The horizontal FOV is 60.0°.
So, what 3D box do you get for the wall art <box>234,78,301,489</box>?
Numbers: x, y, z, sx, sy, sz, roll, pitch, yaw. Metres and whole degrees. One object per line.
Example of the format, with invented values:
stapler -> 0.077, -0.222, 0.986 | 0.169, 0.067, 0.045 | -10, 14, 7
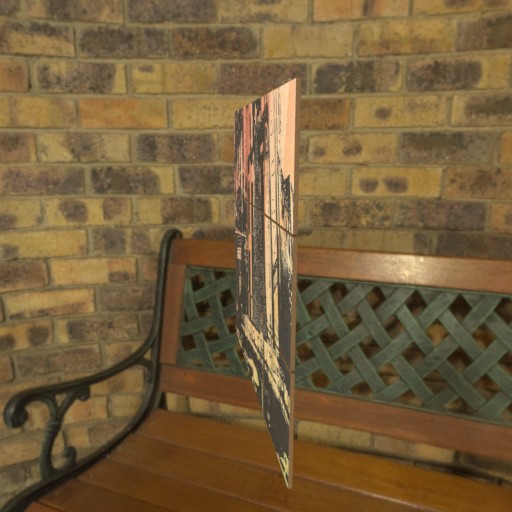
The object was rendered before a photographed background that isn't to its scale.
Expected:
wall art -> 0.000, 0.000, 1.383 | 0.010, 0.917, 0.919 | -2, 14, -10
